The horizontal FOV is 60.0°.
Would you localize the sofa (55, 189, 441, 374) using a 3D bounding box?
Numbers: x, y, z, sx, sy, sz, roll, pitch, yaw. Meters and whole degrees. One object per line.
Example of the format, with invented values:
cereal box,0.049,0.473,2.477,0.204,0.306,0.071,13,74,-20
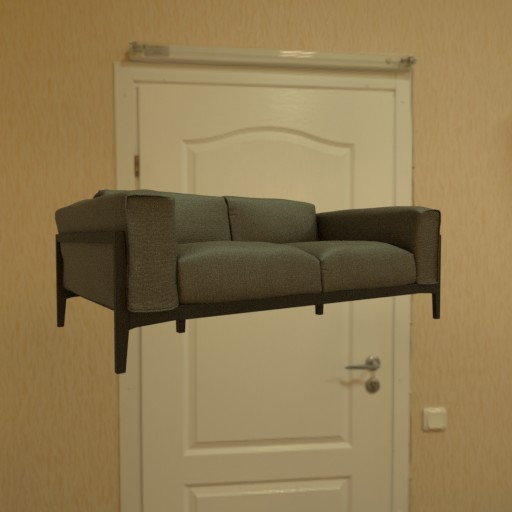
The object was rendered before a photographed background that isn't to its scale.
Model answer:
sofa,0.000,0.000,2.183,1.690,0.656,0.960,-1,2,-35
